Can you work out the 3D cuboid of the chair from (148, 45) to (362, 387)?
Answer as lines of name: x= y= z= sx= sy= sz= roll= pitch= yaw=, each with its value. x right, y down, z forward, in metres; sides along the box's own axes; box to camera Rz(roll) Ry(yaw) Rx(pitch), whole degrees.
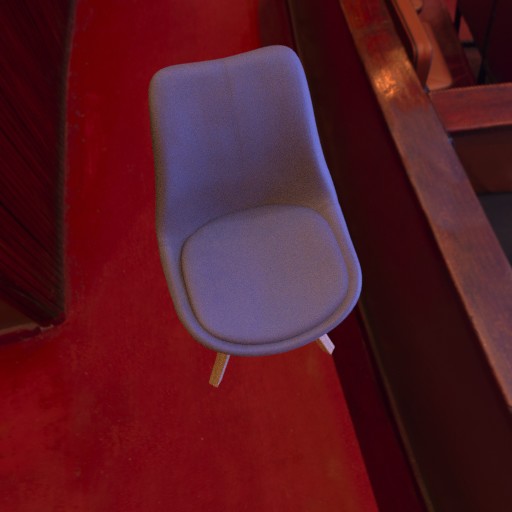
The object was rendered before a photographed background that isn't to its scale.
chair: x=0.000 y=0.000 z=1.193 sx=0.483 sy=0.865 sz=0.547 roll=-14 pitch=65 yaw=-7
